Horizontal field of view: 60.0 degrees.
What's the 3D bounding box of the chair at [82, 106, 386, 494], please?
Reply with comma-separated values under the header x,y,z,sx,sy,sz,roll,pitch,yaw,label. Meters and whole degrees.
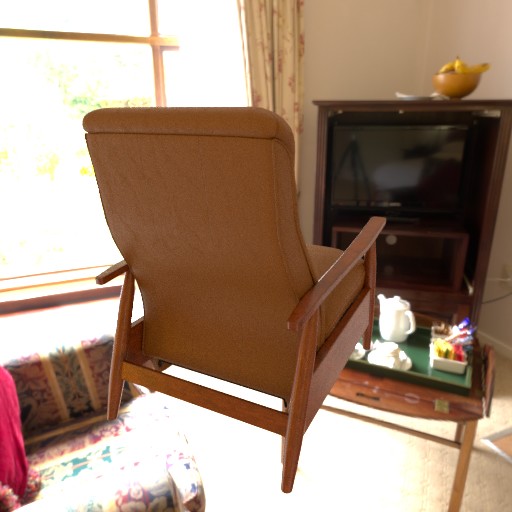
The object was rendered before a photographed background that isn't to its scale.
x,y,z,sx,sy,sz,roll,pitch,yaw,label
0.000,0.000,1.705,0.762,1.082,1.014,9,20,26,chair
